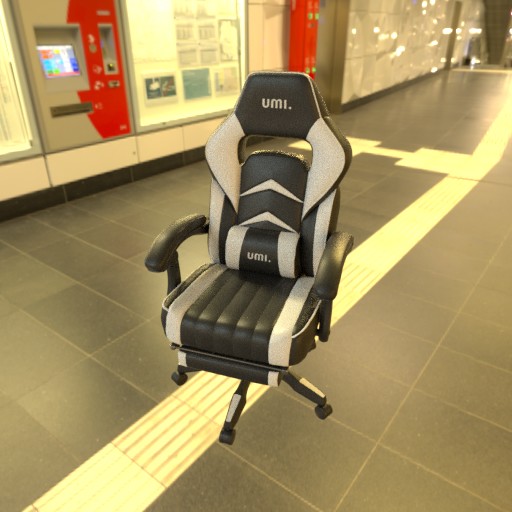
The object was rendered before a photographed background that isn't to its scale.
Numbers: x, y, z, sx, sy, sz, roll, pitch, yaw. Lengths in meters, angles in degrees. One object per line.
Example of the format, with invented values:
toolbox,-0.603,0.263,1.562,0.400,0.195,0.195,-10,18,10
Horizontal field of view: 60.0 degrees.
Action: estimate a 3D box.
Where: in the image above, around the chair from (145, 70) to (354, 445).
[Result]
chair,0.000,0.000,1.607,0.676,1.200,0.700,8,28,16
